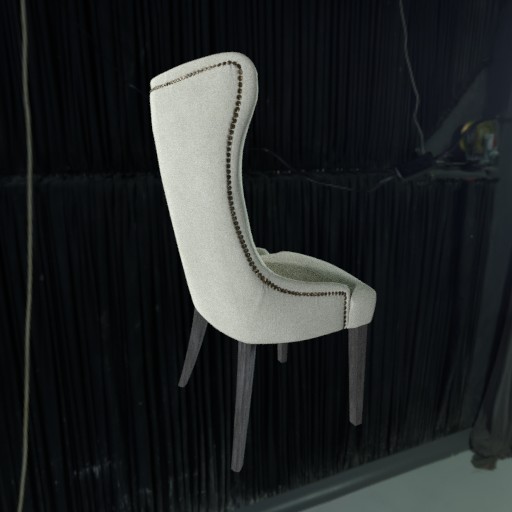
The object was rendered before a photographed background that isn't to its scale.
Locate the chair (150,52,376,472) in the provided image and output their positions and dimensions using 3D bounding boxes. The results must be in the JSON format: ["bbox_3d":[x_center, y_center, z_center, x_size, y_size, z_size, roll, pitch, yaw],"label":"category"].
[{"bbox_3d":[0.000,0.000,1.387,0.590,1.065,0.584,-7,16,-26],"label":"chair"}]
